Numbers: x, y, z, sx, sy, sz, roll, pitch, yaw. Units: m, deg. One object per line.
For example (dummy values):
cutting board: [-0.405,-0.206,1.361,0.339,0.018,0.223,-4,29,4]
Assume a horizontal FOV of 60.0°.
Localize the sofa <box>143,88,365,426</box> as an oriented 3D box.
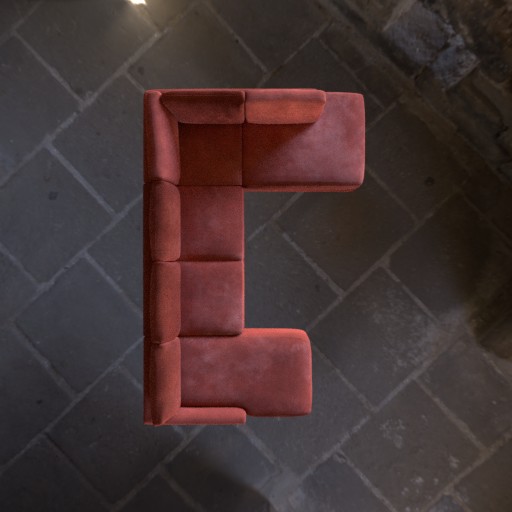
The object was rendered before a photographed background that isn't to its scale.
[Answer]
sofa: [0.000,0.000,4.047,1.981,0.858,2.971,0,90,0]
